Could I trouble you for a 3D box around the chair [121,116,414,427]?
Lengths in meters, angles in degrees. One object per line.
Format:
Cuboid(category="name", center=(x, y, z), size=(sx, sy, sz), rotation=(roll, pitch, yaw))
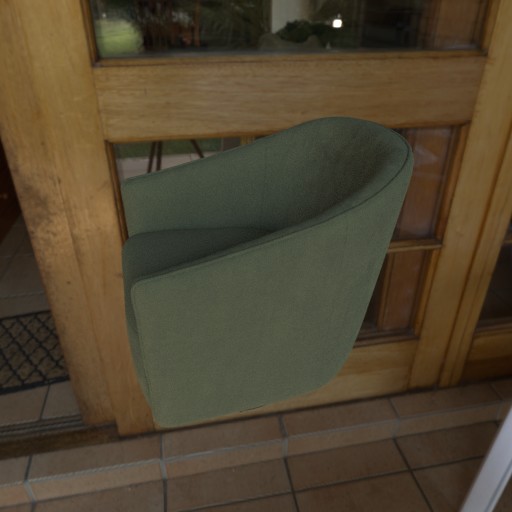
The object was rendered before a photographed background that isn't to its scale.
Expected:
Cuboid(category="chair", center=(0.000, 0.000, 1.478), size=(0.875, 0.799, 0.747), rotation=(-9, 31, -14))
